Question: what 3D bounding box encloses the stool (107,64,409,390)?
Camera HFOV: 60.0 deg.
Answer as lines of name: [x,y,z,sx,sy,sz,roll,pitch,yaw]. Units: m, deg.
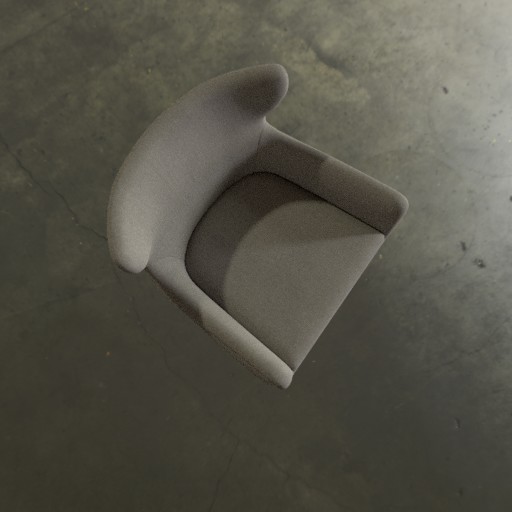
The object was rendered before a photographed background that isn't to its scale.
stool: [0.000,0.000,1.347,0.575,0.951,0.575,35,77,9]
